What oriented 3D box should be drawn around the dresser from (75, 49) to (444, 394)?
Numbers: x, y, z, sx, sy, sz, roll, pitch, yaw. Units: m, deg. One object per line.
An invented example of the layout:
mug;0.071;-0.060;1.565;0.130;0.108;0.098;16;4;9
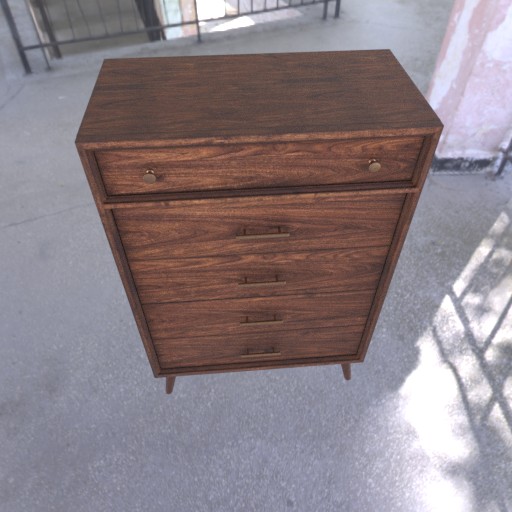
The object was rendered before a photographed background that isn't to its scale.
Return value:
dresser;0.000;0.000;1.749;0.919;1.365;0.498;-3;47;-3
